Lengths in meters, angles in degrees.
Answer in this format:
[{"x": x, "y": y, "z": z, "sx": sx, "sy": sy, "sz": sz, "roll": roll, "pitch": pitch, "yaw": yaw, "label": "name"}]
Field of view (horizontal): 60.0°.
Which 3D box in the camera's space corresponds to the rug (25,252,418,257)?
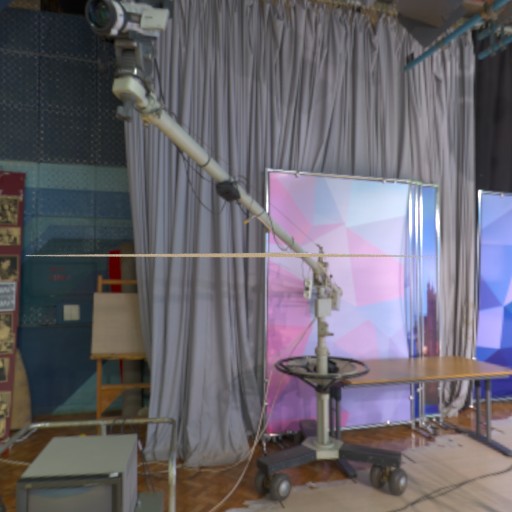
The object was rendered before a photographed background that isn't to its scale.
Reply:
[{"x": 0.000, "y": 0.000, "z": 3.950, "sx": 2.391, "sy": 0.005, "sz": 2.880, "roll": 0, "pitch": -1, "yaw": 35, "label": "rug"}]
